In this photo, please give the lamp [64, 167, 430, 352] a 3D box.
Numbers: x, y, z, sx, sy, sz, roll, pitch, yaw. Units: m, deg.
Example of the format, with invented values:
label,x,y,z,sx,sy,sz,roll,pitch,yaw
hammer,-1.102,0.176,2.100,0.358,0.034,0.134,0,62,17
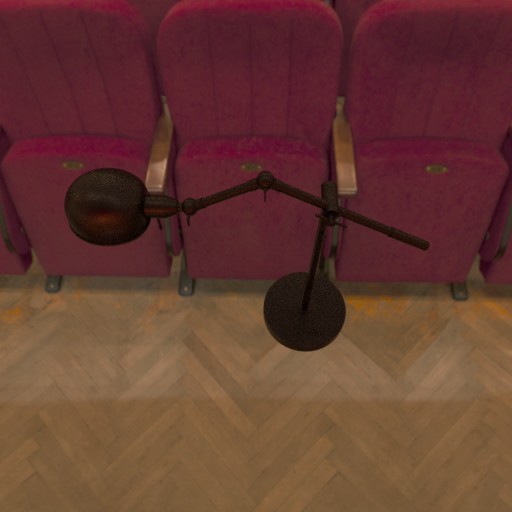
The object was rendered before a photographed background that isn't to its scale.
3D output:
label,x,y,z,sx,sy,sz,roll,pitch,yaw
lamp,0.000,0.000,0.814,0.567,0.495,0.185,1,58,1
